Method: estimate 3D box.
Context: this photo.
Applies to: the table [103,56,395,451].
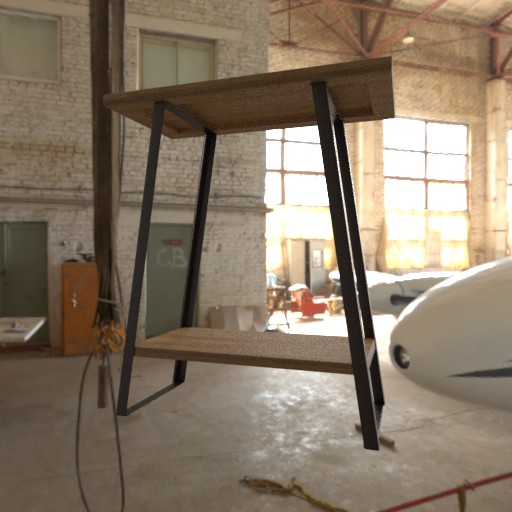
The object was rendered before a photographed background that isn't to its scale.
[{"bbox_3d":[0.000,0.000,1.010,0.599,0.701,0.300,0,0,18],"label":"table"}]
